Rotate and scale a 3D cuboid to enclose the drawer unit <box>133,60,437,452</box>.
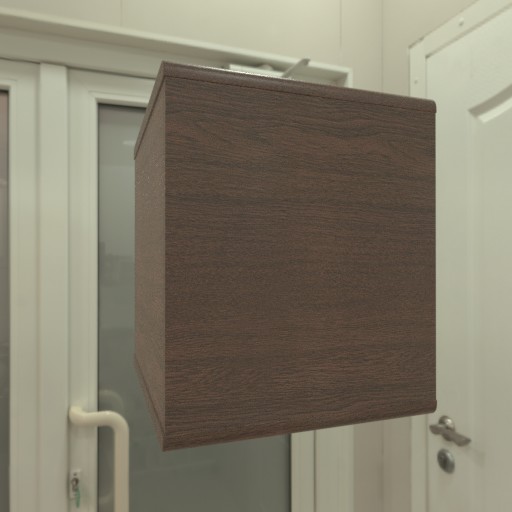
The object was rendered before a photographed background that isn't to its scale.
[{"bbox_3d":[0.000,0.000,0.588,0.290,0.344,0.344,0,0,-19],"label":"drawer unit"}]
